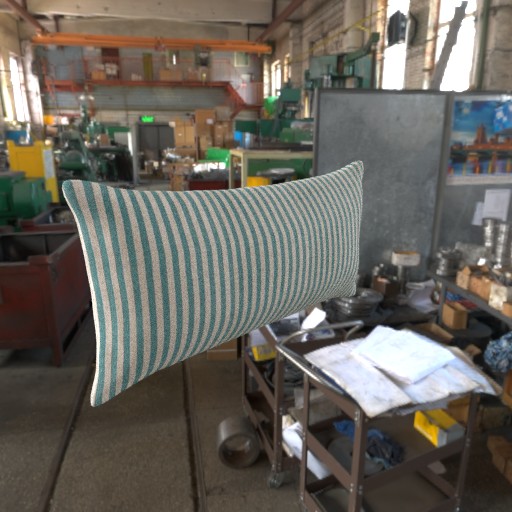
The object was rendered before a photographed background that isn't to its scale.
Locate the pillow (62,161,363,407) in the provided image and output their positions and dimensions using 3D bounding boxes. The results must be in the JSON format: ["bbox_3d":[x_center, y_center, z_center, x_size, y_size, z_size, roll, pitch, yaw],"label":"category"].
[{"bbox_3d":[0.000,0.000,0.748,0.617,0.295,0.151,-15,21,-43],"label":"pillow"}]
